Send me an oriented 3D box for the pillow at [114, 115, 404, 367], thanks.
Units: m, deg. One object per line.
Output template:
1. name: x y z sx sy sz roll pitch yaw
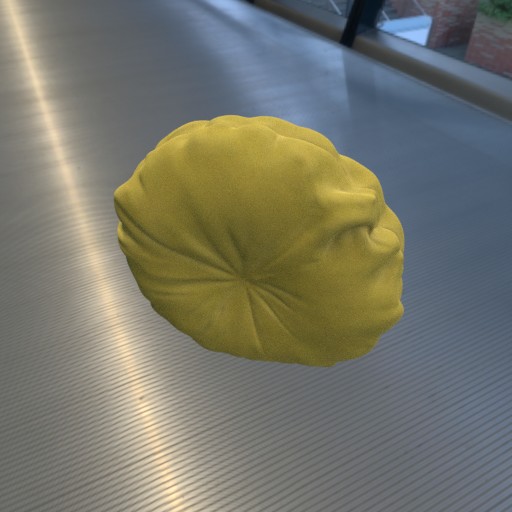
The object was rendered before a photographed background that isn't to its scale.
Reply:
1. pillow: 0.000 0.000 0.644 0.428 0.407 0.148 12 43 13
